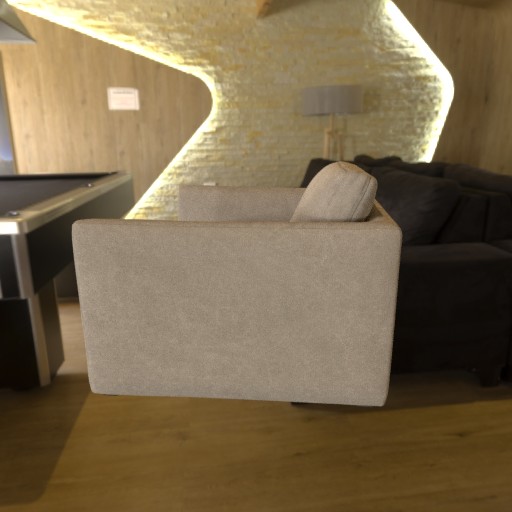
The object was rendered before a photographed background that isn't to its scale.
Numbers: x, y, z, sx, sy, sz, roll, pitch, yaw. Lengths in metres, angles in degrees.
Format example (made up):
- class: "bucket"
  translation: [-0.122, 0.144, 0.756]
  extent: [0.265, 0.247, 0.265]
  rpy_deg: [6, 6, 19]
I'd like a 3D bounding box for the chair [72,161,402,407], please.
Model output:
- class: "chair"
  translation: [0.000, 0.000, 1.986]
  extent: [1.091, 0.845, 1.190]
  rpy_deg: [2, 15, 8]
